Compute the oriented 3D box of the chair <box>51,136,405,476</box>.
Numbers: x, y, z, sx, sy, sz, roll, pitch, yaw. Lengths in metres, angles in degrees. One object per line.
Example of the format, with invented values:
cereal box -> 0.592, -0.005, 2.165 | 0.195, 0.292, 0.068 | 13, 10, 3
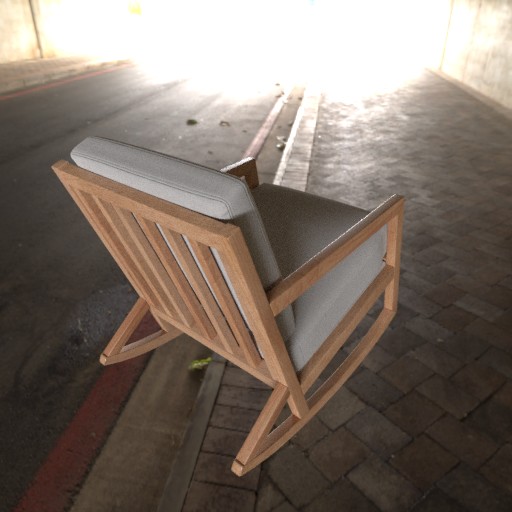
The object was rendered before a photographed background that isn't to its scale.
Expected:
chair -> 0.000, 0.000, 1.375 | 0.622, 0.790, 0.857 | 23, 36, 35
